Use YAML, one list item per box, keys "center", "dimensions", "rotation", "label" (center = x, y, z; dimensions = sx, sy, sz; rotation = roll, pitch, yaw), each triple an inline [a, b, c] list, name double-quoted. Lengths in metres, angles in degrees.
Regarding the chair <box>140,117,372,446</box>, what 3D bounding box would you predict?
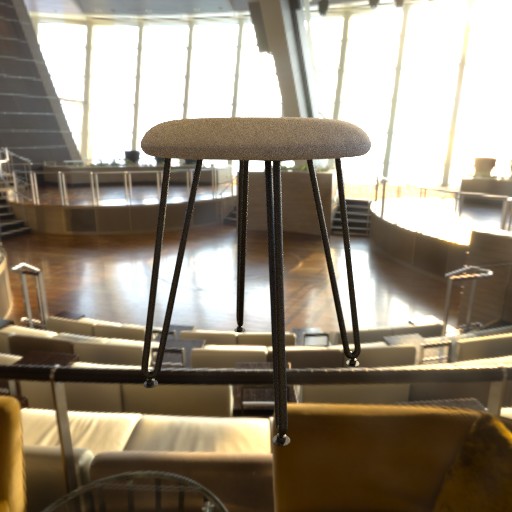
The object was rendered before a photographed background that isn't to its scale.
- center: [0.000, 0.000, 0.651]
  dimensions: [0.350, 0.386, 0.350]
  rotation: [-3, 16, -11]
  label: "chair"
